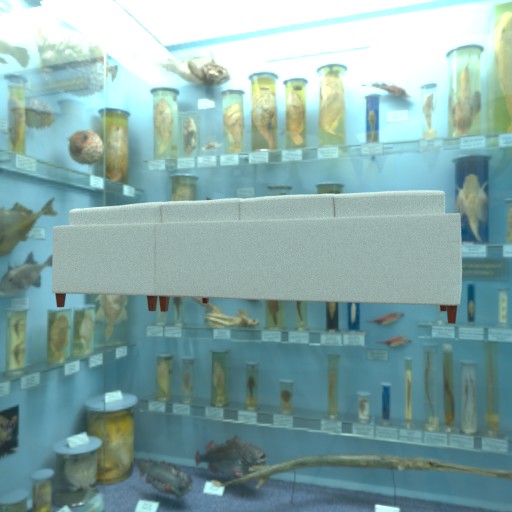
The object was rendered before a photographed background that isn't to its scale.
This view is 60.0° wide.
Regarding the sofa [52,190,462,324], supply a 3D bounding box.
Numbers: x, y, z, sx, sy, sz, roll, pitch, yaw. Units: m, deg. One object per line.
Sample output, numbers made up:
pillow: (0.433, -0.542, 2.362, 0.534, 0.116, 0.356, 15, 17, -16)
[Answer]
sofa: (0.000, 0.000, 4.265, 3.471, 0.954, 1.606, 0, -1, 19)
